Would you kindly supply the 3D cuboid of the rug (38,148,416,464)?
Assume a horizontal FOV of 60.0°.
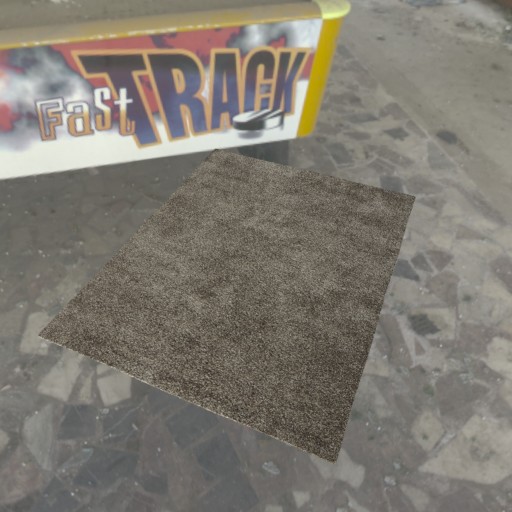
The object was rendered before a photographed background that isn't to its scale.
[{"bbox_3d":[0.000,0.000,4.084,2.401,0.025,3.000,17,47,17],"label":"rug"}]
